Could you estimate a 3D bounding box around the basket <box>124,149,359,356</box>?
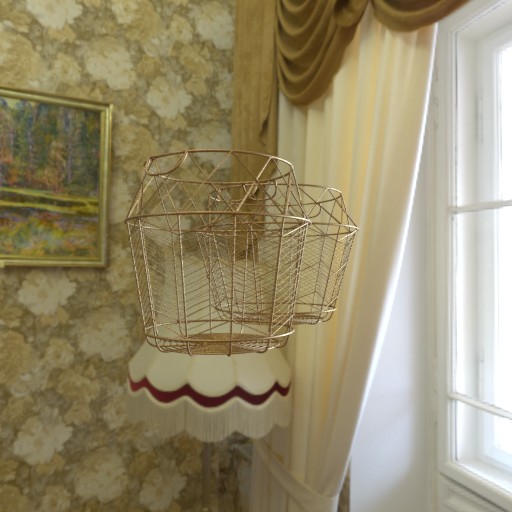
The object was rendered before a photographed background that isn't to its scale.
[{"bbox_3d":[0.000,0.000,1.050,0.451,0.343,0.805,0,-2,17],"label":"basket"}]
